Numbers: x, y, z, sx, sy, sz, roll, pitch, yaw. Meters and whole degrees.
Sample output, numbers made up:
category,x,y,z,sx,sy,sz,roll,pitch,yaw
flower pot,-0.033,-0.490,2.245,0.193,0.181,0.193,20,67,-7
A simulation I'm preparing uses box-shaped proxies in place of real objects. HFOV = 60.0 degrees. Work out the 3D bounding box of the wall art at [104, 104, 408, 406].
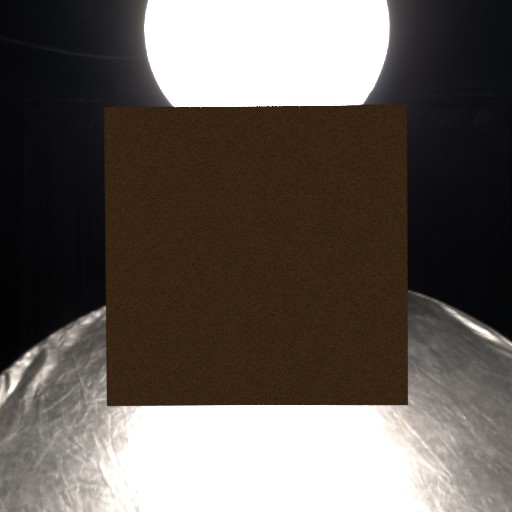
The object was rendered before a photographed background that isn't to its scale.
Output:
category,x,y,z,sx,sy,sz,roll,pitch,yaw
wall art,0.000,0.000,0.909,0.611,0.608,0.042,0,1,0
